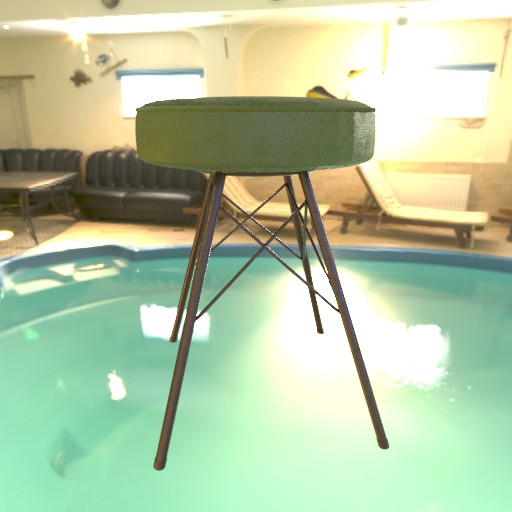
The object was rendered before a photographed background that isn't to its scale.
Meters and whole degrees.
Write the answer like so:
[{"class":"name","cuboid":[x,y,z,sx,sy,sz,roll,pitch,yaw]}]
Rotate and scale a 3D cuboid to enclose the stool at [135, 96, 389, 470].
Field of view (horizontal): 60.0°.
[{"class":"stool","cuboid":[0.000,0.000,0.890,0.430,0.595,0.457,-2,18,-7]}]
